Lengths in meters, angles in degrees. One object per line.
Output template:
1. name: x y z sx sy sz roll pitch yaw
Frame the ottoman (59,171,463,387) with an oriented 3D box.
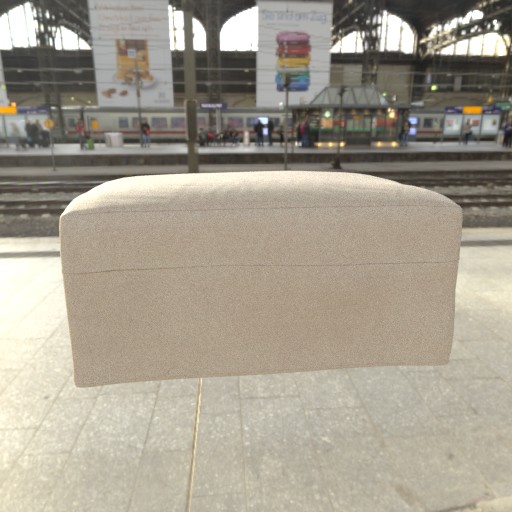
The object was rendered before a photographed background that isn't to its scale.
1. ottoman: 0.000 0.000 1.203 0.872 0.444 0.590 -2 16 -7
